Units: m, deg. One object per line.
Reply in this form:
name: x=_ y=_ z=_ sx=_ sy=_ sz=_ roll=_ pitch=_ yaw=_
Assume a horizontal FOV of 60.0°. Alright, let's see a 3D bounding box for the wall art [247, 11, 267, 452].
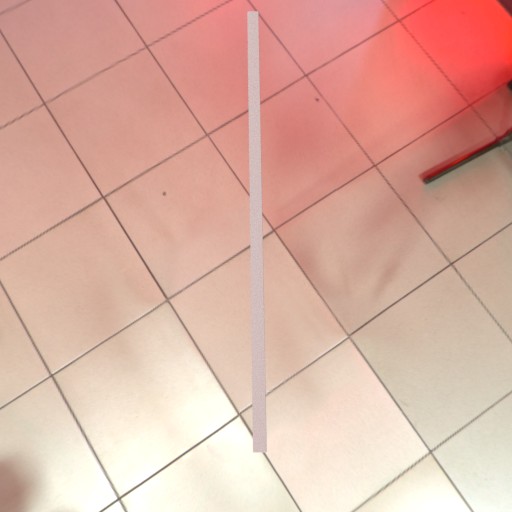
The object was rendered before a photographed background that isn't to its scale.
wall art: x=0.000 y=0.000 z=1.173 sx=0.022 sy=0.803 sz=0.805 roll=-1 pitch=78 yaw=0
